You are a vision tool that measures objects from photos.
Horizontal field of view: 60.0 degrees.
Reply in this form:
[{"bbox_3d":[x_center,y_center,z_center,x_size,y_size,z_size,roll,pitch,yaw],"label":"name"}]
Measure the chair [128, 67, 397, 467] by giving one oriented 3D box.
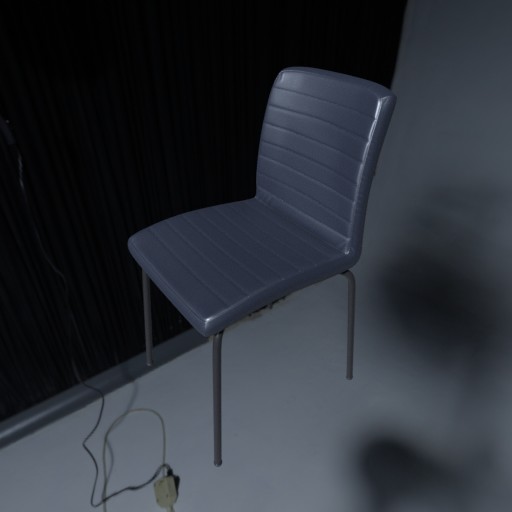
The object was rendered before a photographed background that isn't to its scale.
[{"bbox_3d":[0.000,0.000,1.207,0.572,0.872,0.450,-21,39,-29],"label":"chair"}]
